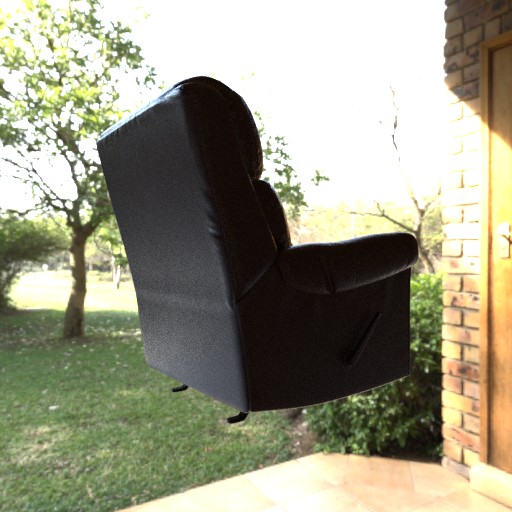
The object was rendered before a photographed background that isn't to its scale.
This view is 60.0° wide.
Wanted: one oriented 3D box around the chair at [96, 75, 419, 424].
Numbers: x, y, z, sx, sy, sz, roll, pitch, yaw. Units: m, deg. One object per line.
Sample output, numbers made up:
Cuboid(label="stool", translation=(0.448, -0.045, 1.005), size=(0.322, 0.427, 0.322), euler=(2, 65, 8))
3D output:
Cuboid(label="chair", translation=(0.000, 0.000, 1.723), size=(1.014, 1.054, 0.838), euler=(0, 0, -37))
